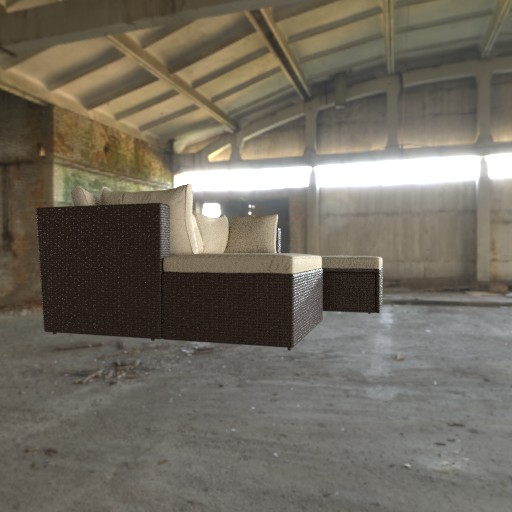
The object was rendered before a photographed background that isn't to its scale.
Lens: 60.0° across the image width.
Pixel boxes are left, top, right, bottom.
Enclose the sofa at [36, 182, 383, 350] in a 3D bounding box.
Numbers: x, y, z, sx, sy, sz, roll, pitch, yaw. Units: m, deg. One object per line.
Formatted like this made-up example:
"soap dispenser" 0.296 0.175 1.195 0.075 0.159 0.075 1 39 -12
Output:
"sofa" 0.000 0.000 3.005 1.612 0.766 2.192 0 0 17
